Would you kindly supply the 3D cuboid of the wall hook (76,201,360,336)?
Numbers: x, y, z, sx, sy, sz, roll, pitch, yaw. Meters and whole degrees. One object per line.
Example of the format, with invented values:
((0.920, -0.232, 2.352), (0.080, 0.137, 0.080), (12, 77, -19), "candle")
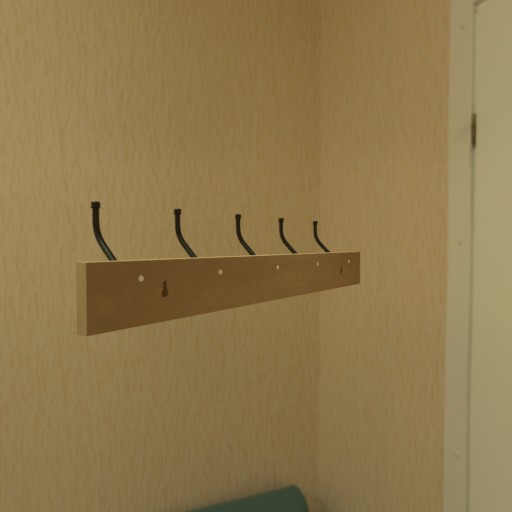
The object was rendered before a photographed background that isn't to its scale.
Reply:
((0.000, 0.000, 0.609), (0.071, 0.117, 0.571), (1, 2, 35), "wall hook")
